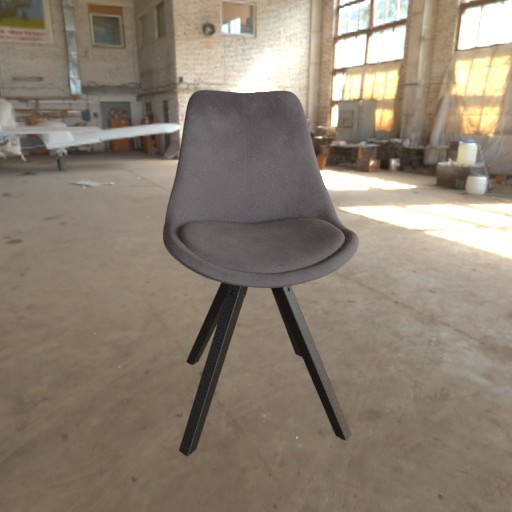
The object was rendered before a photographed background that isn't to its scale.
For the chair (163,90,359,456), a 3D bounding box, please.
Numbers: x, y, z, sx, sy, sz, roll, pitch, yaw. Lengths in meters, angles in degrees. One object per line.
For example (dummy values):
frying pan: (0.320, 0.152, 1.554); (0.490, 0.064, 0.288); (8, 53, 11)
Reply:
chair: (0.000, 0.000, 1.174); (0.476, 0.850, 0.550); (-2, 18, -7)
